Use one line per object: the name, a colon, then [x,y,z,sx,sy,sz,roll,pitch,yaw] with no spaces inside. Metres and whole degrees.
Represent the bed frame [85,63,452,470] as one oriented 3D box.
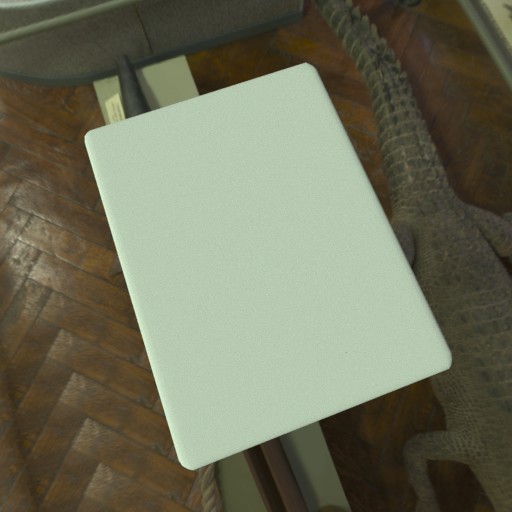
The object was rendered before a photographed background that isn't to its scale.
bed frame: [0.000,0.000,2.823,1.528,0.677,2.037,-20,75,-5]
